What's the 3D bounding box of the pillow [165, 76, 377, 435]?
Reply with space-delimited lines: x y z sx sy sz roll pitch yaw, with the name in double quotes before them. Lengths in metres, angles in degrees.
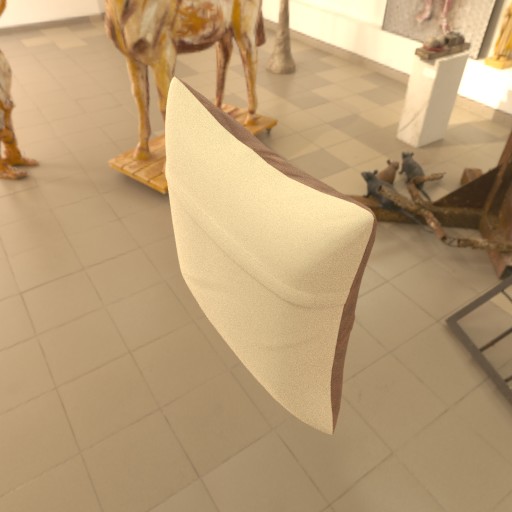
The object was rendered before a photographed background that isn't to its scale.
"pillow" 0.000 0.000 0.754 0.192 0.470 0.484 -24 47 -25
